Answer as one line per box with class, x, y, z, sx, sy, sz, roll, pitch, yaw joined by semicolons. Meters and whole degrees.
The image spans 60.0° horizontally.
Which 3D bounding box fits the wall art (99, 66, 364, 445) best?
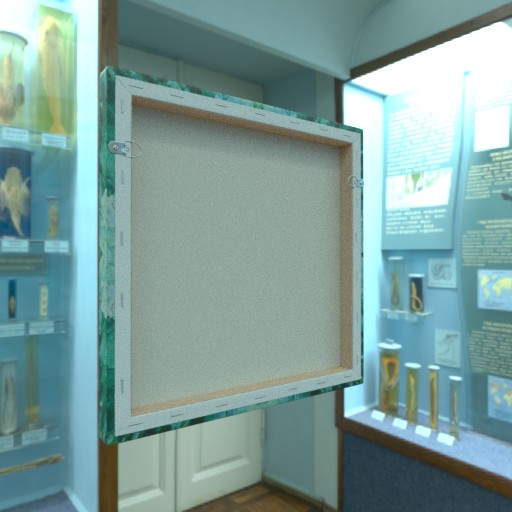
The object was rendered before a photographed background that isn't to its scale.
wall art;0.000;0.000;0.746;0.507;0.508;0.038;0;0;-36
